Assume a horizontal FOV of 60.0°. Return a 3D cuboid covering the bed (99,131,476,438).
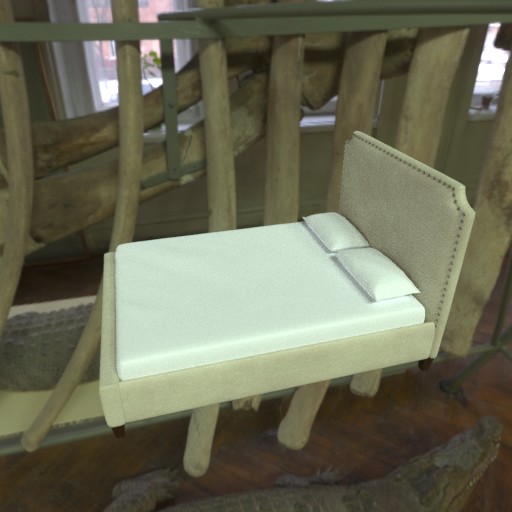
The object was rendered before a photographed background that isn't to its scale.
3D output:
[{"bbox_3d":[0.000,0.000,3.421,2.372,1.443,1.712,-8,30,-14],"label":"bed"}]
